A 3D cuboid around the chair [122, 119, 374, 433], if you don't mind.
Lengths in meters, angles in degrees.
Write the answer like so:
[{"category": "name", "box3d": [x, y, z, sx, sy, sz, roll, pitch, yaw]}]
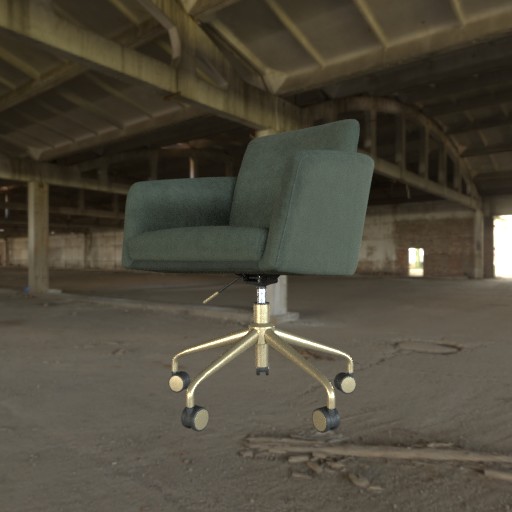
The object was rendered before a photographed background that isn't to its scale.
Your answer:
[{"category": "chair", "box3d": [0.000, 0.000, 1.371, 0.641, 0.908, 0.635, 0, 0, 38]}]
